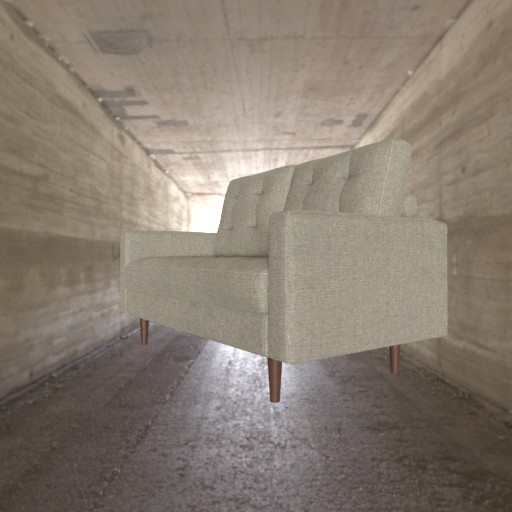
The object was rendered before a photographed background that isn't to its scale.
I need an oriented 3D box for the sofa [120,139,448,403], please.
[{"bbox_3d":[0.000,0.000,2.004,0.842,0.907,1.407,0,0,-36],"label":"sofa"}]
